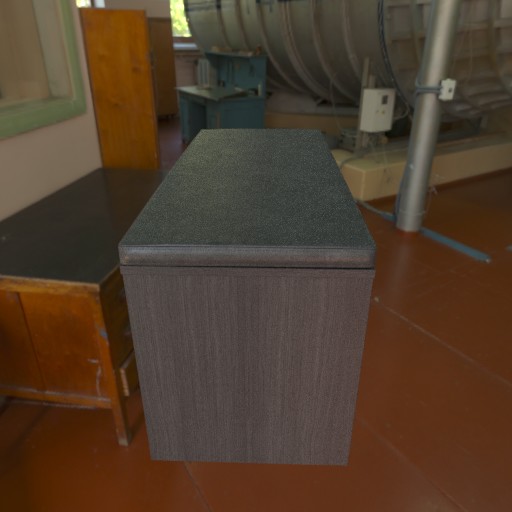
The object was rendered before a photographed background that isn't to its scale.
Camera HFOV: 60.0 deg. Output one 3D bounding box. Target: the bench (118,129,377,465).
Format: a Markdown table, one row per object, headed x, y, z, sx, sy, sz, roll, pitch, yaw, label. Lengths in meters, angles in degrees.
| x | y | z | sx | sy | sz | roll | pitch | yaw | label |
| --- | --- | --- | --- | --- | --- | --- | --- | --- | --- |
| 0.000 | 0.000 | 1.186 | 0.401 | 0.501 | 0.905 | 1 | 27 | 2 | bench |
